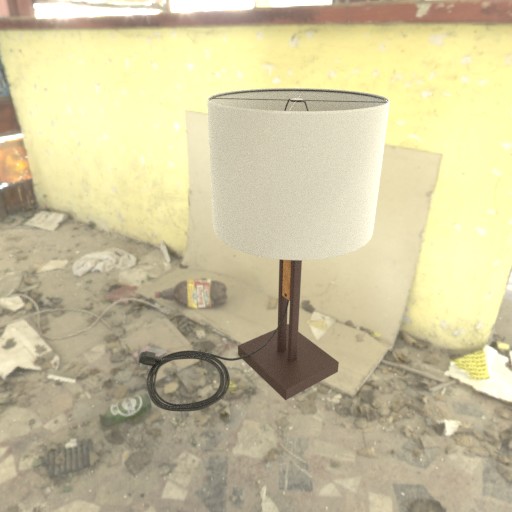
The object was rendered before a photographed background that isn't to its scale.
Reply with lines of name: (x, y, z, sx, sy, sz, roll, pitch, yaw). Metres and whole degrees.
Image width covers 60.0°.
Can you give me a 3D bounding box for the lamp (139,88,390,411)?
lamp: (0.000, 0.000, 0.997, 0.525, 0.668, 0.396, -18, 31, -31)
